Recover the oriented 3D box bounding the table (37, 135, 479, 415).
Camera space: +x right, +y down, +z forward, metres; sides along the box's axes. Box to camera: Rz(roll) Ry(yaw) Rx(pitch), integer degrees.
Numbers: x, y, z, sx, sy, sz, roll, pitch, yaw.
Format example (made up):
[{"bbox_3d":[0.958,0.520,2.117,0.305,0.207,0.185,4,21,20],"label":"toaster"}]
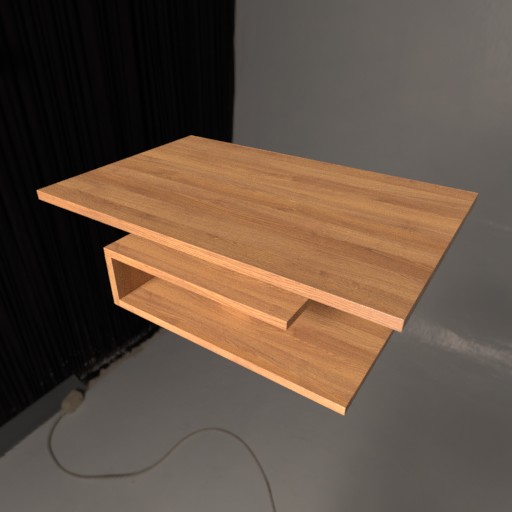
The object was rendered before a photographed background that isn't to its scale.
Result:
[{"bbox_3d":[0.000,0.000,1.420,1.100,0.442,0.700,19,36,28],"label":"table"}]
